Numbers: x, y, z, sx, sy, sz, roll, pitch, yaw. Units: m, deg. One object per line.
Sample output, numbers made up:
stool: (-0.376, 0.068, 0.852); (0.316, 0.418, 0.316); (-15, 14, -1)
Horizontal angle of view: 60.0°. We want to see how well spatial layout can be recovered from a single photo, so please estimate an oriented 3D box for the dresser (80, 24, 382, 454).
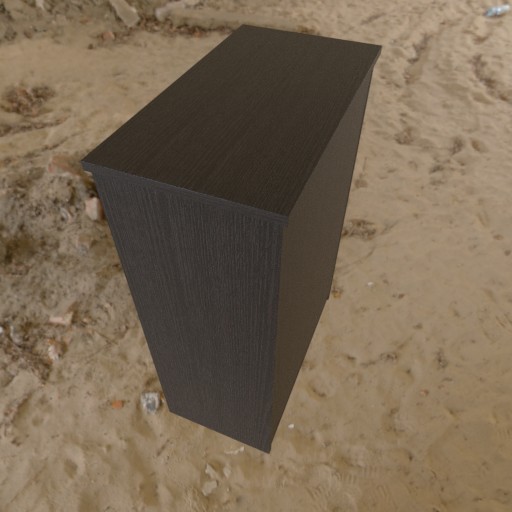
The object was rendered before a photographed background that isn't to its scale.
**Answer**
dresser: (0.000, 0.000, 1.318); (0.399, 1.020, 0.704); (17, 49, 15)
